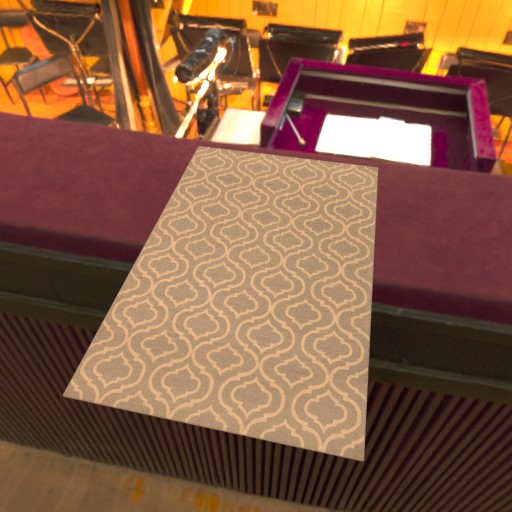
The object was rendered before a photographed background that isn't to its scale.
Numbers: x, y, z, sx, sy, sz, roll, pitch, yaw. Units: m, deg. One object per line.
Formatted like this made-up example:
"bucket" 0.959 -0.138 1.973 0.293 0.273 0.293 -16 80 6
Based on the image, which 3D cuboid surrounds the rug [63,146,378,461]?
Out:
"rug" 0.000 0.000 2.199 1.141 0.015 1.749 9 48 8
